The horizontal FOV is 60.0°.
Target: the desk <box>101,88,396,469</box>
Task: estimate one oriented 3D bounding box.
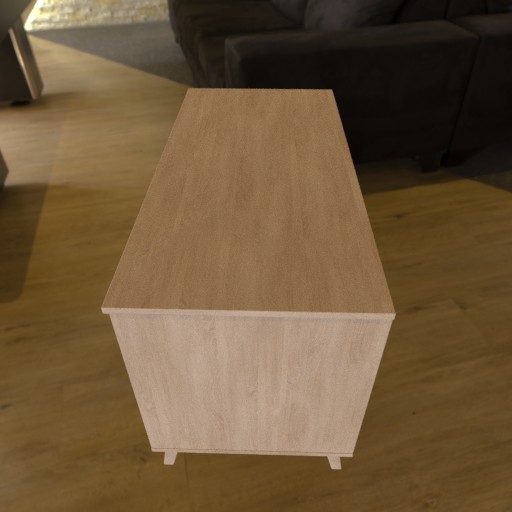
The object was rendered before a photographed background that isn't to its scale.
[{"bbox_3d":[0.000,0.000,1.625,0.600,0.770,1.251,1,40,1],"label":"desk"}]
